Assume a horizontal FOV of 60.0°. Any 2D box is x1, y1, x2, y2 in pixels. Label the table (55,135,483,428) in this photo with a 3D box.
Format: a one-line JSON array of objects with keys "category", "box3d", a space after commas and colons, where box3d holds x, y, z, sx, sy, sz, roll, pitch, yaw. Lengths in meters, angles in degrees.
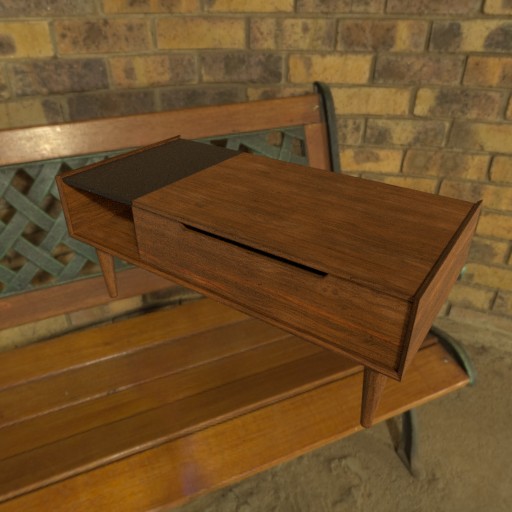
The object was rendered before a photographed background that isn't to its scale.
[{"category": "table", "box3d": [0.000, 0.000, 1.531, 1.221, 0.508, 0.610, 20, 36, 29]}]
